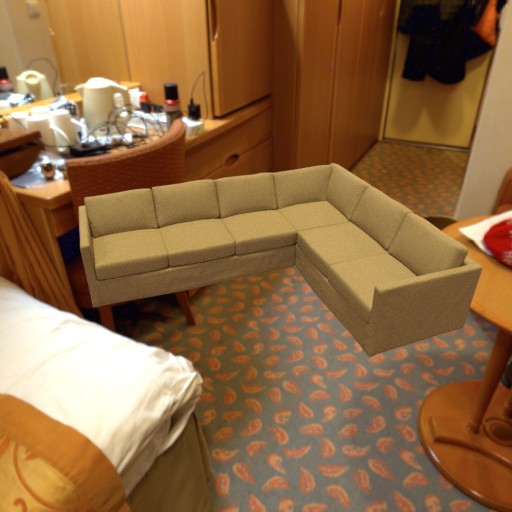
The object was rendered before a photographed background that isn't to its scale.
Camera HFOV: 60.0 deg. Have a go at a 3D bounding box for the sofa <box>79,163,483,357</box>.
[{"bbox_3d":[0.000,0.000,4.342,3.182,0.871,2.432,-11,33,-17],"label":"sofa"}]
